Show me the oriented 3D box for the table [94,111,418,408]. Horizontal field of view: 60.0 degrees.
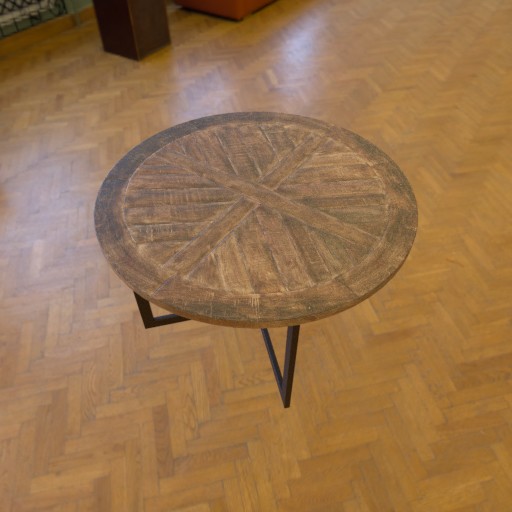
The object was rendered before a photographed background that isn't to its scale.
[{"bbox_3d":[0.000,0.000,2.055,1.264,0.762,1.264,0,47,0],"label":"table"}]
